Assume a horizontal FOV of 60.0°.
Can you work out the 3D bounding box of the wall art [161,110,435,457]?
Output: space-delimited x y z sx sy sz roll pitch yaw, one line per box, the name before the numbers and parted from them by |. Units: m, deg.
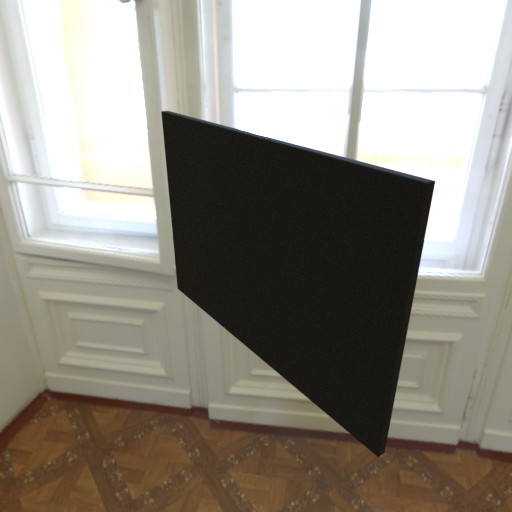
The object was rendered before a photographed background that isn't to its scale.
wall art | 0.000 0.000 1.231 0.049 0.659 0.964 -18 32 -32
